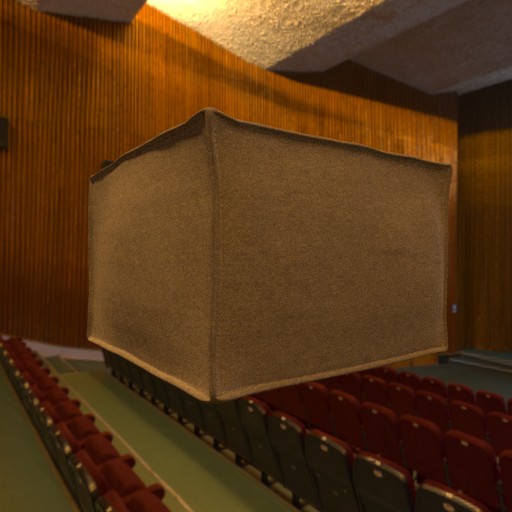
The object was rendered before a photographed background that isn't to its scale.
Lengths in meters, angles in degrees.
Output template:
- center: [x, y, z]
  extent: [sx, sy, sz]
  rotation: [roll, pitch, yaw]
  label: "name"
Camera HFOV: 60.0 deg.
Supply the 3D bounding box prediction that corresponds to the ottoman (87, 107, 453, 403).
- center: [0.000, 0.000, 1.130]
  extent: [0.696, 0.470, 0.707]
  rotation: [0, 0, -36]
  label: "ottoman"
